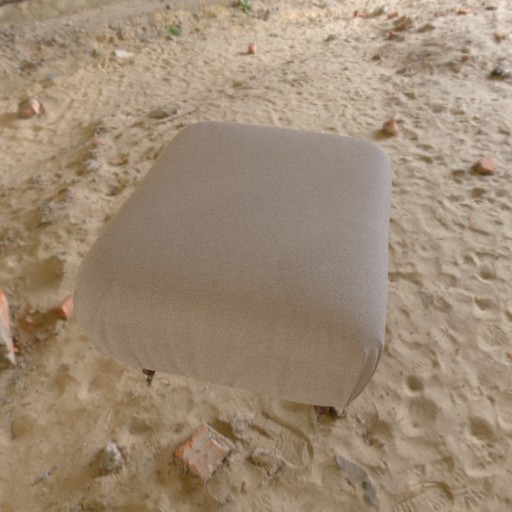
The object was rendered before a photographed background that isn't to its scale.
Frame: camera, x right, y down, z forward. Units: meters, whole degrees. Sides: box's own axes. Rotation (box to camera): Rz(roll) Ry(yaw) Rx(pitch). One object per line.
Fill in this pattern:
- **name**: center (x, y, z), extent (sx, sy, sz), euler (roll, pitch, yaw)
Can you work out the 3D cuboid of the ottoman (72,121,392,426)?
- **ottoman**: center (0.000, 0.000, 1.144), extent (0.622, 0.450, 0.746), euler (10, 45, 10)
